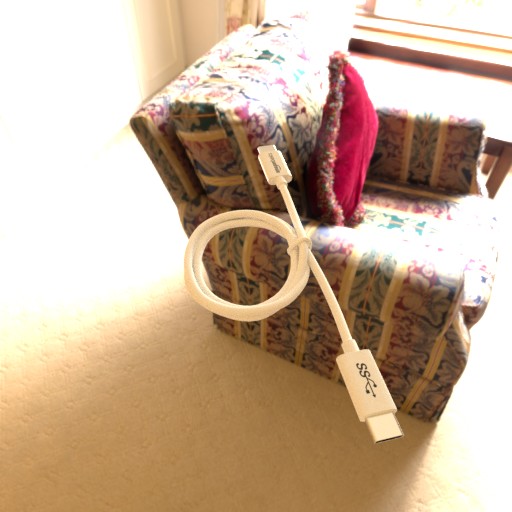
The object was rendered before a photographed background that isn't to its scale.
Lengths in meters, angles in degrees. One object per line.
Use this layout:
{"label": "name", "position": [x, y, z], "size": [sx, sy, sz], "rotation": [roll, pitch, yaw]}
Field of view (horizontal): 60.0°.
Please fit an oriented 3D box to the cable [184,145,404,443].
{"label": "cable", "position": [0.000, 0.000, 0.211], "size": [0.070, 0.014, 0.186], "rotation": [-9, 48, -9]}
